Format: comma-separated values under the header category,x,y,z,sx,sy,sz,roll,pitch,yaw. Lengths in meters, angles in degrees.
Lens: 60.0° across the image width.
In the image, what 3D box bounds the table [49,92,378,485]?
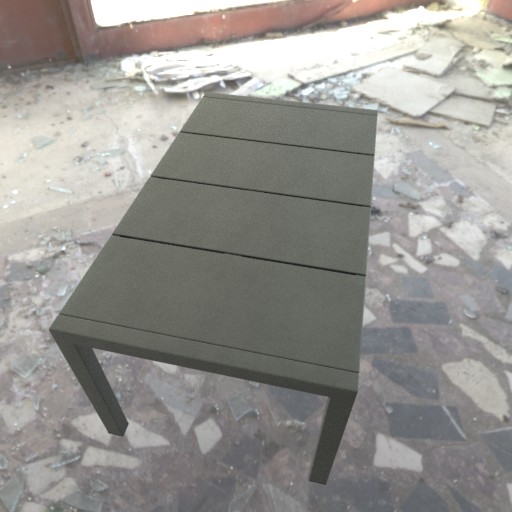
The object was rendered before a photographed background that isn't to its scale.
category,x,y,z,sx,sy,sz,roll,pitch,yaw
table,0.000,0.000,1.254,0.559,0.460,0.965,9,47,9
